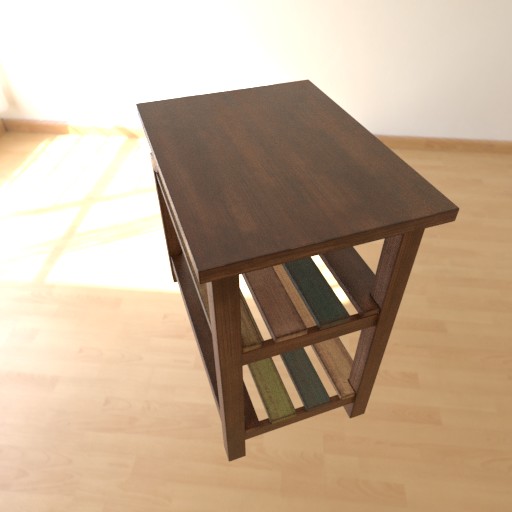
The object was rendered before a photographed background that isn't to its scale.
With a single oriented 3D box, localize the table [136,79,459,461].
[{"bbox_3d":[0.000,0.000,0.950,0.356,0.584,0.609,-14,44,-14],"label":"table"}]
